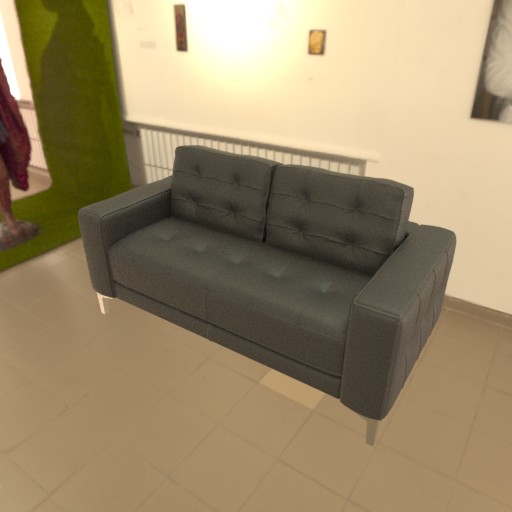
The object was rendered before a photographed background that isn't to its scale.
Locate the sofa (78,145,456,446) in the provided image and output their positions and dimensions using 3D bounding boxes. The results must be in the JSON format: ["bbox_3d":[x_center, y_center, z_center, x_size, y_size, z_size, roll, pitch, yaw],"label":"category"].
[{"bbox_3d":[0.000,0.000,2.245,1.726,0.893,0.833,18,33,30],"label":"sofa"}]
